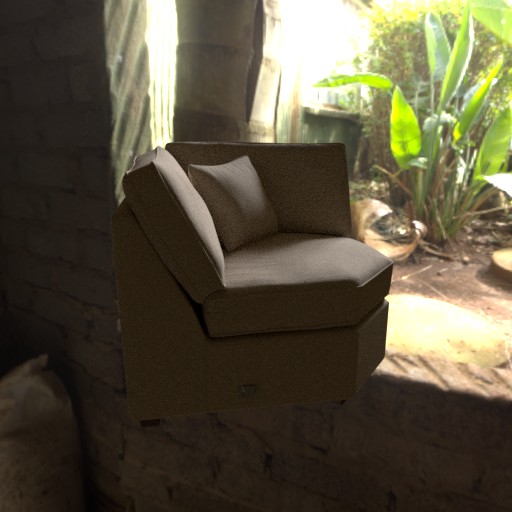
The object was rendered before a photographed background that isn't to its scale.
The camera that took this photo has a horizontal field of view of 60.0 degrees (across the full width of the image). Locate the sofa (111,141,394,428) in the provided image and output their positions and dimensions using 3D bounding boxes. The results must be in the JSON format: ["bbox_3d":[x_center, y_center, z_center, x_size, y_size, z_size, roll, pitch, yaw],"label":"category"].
[{"bbox_3d":[0.000,0.000,1.890,1.042,0.937,1.050,-3,16,-9],"label":"sofa"}]
